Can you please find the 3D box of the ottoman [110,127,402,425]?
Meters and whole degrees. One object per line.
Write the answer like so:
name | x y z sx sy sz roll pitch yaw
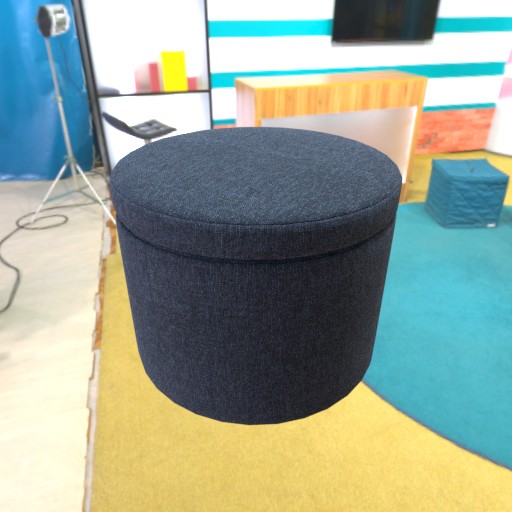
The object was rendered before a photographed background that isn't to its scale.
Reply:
ottoman | 0.000 0.000 0.874 0.500 0.419 0.500 0 30 0
